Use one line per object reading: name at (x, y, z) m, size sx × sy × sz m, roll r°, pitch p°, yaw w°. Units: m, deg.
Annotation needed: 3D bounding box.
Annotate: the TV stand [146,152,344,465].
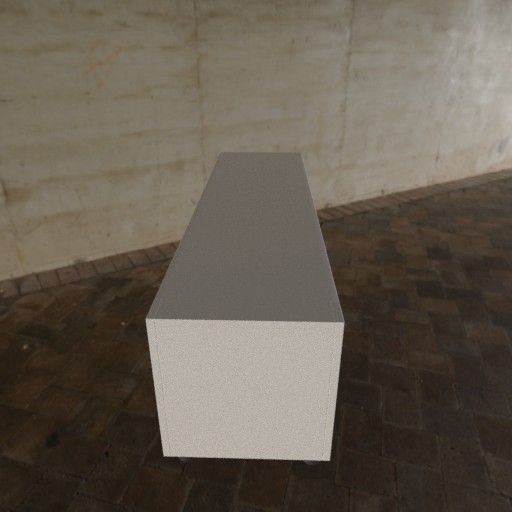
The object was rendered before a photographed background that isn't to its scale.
TV stand at (0.000, 0.000, 1.683) m, size 0.410 × 0.440 × 1.500 m, roll 1°, pitch 26°, yaw 2°
